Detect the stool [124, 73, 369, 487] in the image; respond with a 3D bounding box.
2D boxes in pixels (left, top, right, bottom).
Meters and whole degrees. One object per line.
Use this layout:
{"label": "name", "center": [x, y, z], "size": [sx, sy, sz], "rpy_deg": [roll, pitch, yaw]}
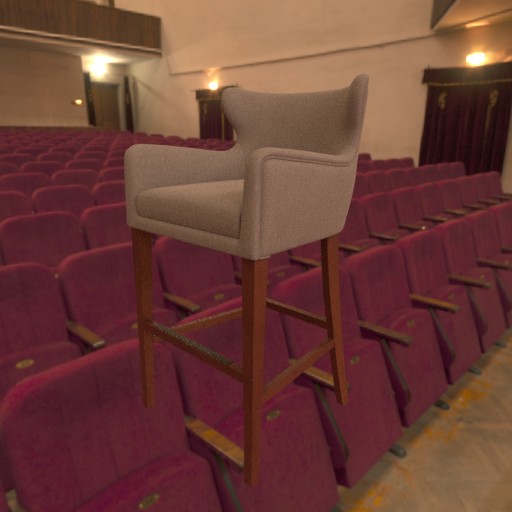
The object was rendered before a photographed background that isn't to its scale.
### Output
{"label": "stool", "center": [0.000, 0.000, 1.392], "size": [0.575, 1.047, 0.575], "rpy_deg": [15, 21, 43]}
